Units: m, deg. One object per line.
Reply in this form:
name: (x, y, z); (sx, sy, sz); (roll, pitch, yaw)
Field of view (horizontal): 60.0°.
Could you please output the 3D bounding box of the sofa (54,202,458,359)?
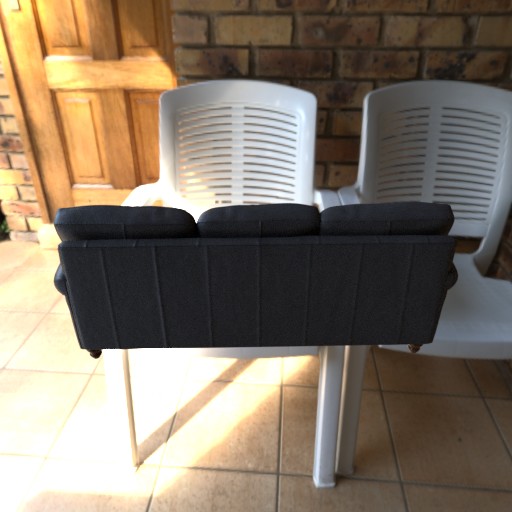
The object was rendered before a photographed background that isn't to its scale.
sofa: (0.000, 0.000, 2.953); (2.387, 0.977, 0.974); (-1, 30, -1)
